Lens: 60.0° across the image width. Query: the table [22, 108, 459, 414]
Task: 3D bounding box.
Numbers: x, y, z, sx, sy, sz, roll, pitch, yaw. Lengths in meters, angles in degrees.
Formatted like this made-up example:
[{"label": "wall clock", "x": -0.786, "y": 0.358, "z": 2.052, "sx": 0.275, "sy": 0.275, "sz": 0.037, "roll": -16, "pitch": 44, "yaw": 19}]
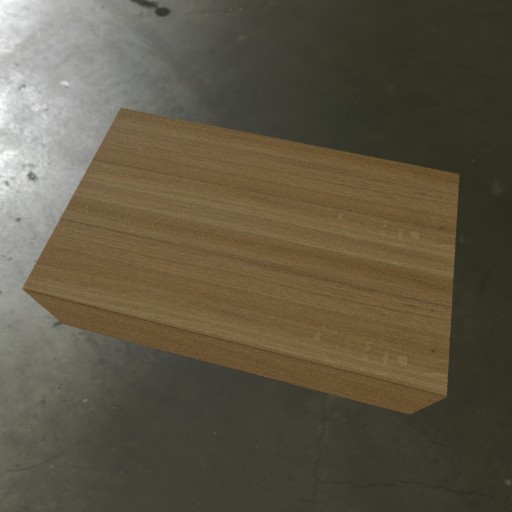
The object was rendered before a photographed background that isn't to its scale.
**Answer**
[{"label": "table", "x": 0.000, "y": 0.000, "z": 1.420, "sx": 1.110, "sy": 0.353, "sz": 0.678, "roll": 13, "pitch": 63, "yaw": 7}]
